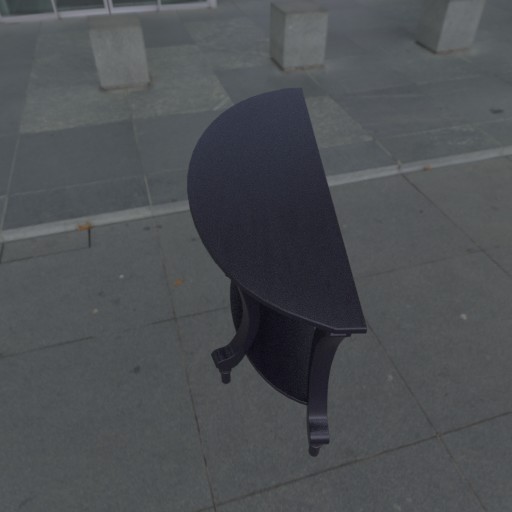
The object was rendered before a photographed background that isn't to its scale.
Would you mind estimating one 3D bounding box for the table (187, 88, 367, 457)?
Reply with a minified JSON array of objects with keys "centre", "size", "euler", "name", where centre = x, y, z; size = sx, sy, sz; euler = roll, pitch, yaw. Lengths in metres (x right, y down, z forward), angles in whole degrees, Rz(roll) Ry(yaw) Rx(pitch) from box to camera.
[{"centre":[0.000,0.000,1.524],"size":[0.394,0.692,1.198],"euler":[-1,42,-1],"name":"table"}]
